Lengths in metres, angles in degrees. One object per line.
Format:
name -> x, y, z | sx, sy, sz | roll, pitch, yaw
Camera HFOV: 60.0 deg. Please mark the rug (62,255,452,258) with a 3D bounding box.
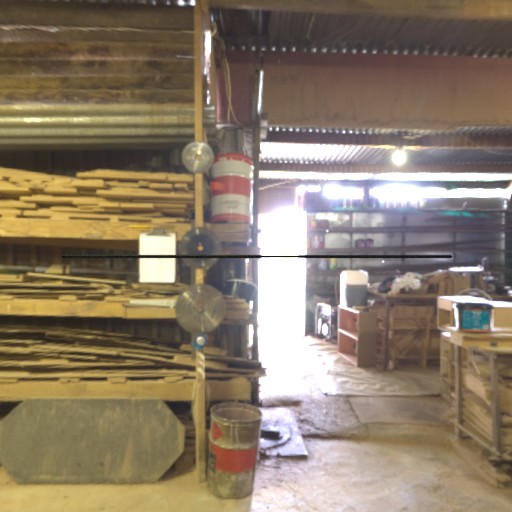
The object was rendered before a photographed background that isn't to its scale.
rug -> 0.000, 0.000, 2.859 | 1.528, 0.014, 2.294 | 0, 0, 0
